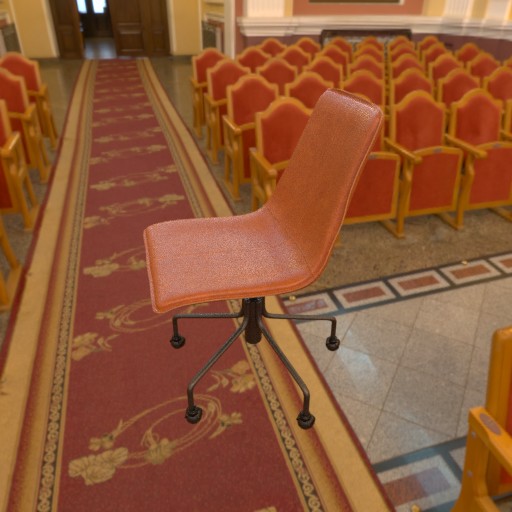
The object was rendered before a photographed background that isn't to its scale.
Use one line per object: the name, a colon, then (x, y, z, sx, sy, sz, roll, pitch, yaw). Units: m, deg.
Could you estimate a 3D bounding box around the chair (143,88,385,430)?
chair: (0.000, 0.000, 1.375, 0.660, 0.920, 0.651, -8, 32, -13)
